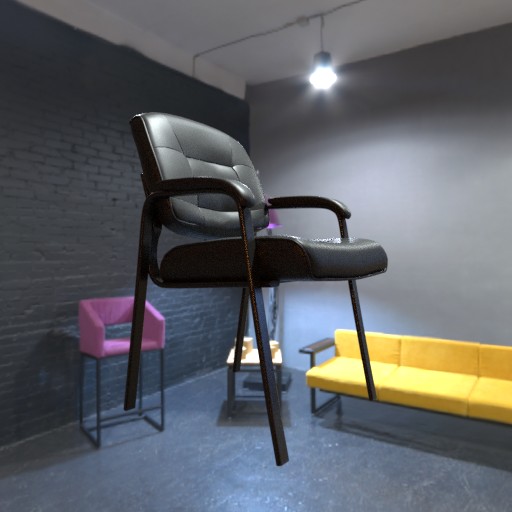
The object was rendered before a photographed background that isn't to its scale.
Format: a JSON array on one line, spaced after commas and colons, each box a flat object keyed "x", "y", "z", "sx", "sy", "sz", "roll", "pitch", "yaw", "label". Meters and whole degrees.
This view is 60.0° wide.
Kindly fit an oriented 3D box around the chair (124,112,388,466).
[{"x": 0.000, "y": 0.000, "z": 1.339, "sx": 0.668, "sy": 0.910, "sz": 0.591, "roll": 1, "pitch": 1, "yaw": 37, "label": "chair"}]
